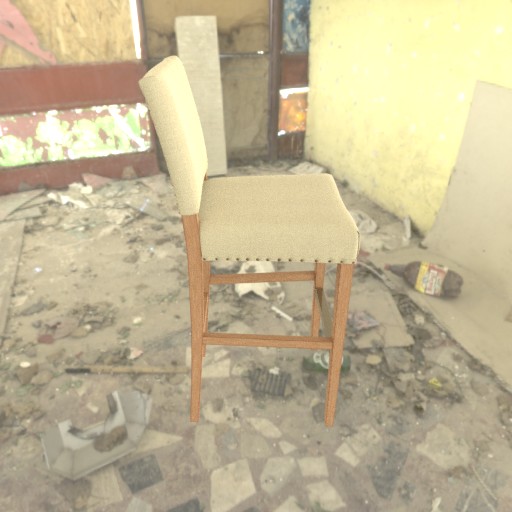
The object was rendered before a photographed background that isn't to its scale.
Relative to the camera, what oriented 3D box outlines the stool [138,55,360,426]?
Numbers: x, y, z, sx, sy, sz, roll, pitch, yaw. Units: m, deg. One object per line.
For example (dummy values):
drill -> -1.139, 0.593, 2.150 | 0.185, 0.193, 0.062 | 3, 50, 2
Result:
stool -> 0.000, 0.000, 1.426 | 0.546, 1.143, 0.428 | -1, 31, -1
